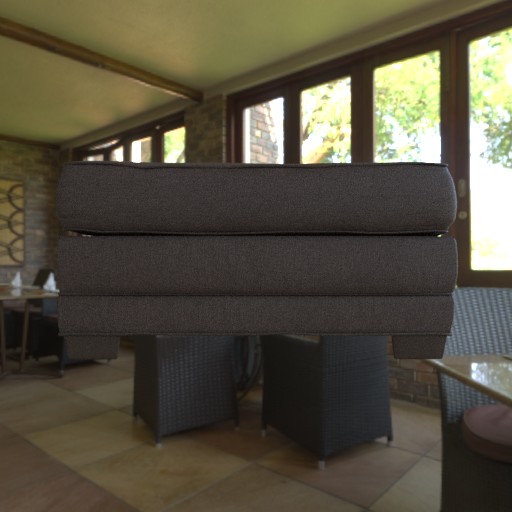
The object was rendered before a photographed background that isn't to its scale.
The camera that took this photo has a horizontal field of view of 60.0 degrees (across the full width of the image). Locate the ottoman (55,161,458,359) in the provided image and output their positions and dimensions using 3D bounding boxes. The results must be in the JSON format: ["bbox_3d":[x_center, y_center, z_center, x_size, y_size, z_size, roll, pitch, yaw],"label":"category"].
[{"bbox_3d":[0.000,0.000,1.157,0.864,0.448,0.490,0,-1,0],"label":"ottoman"}]
